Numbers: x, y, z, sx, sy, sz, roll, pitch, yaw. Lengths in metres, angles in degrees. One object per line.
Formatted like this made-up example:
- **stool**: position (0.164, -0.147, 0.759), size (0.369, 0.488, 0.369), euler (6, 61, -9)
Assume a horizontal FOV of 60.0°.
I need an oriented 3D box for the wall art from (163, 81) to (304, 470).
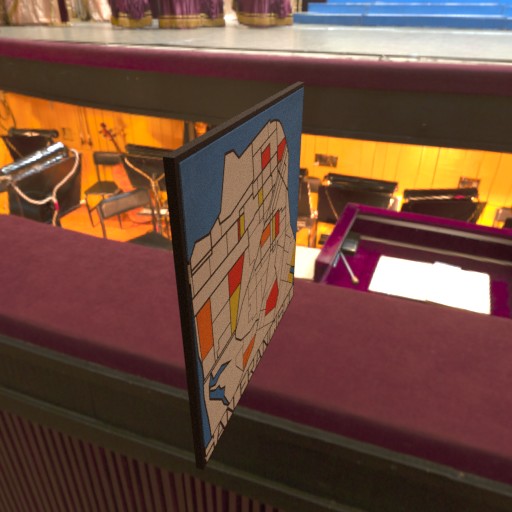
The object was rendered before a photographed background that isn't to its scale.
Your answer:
- **wall art**: position (0.000, 0.000, 0.706), size (0.013, 0.457, 0.458), euler (11, 32, 18)
